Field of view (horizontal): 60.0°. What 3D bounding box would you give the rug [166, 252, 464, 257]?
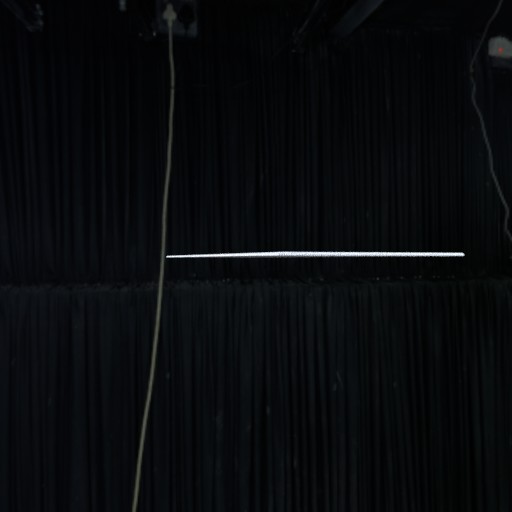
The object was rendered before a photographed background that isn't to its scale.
[{"bbox_3d":[0.000,0.000,2.429,0.666,0.011,2.294,0,0,-19],"label":"rug"}]
